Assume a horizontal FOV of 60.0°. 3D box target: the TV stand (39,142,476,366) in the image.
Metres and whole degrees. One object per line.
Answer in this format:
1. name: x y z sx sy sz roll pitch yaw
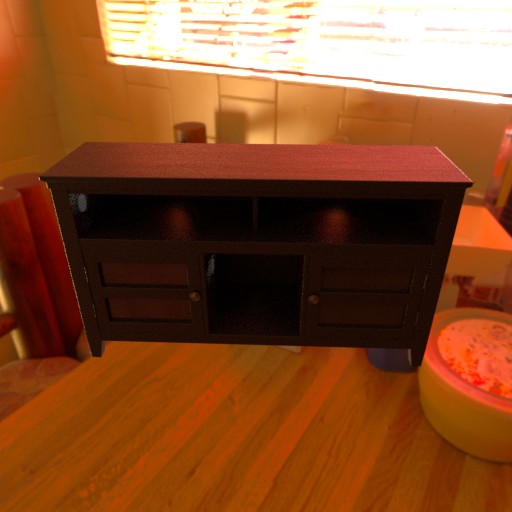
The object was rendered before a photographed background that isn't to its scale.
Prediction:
1. TV stand: 0.000 0.000 1.528 1.198 0.681 0.347 1 30 2
